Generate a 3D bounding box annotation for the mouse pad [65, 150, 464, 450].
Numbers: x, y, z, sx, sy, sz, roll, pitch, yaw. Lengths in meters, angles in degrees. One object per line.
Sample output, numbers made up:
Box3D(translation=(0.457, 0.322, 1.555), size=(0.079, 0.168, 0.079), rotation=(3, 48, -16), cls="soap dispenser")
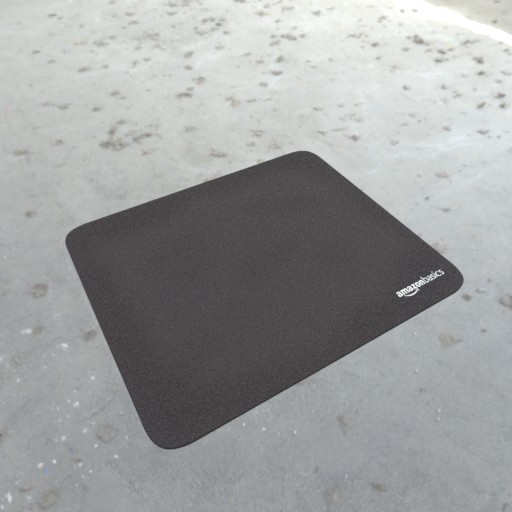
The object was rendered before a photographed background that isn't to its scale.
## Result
Box3D(translation=(0.000, 0.000, 0.345), size=(0.249, 0.002, 0.211), rotation=(-23, 50, -21), cls="mouse pad")
